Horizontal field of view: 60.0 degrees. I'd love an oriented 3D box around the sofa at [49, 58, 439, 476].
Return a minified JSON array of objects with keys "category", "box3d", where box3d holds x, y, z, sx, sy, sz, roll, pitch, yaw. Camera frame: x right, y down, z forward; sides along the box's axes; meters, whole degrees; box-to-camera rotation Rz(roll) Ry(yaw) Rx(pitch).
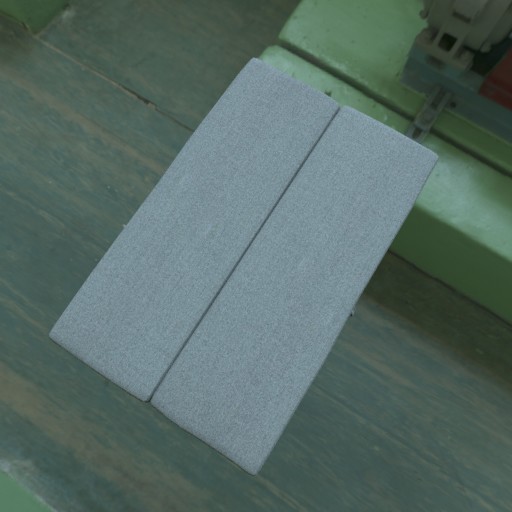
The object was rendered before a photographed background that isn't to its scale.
[{"category":"sofa","box3d":[0.000,0.000,1.663,0.817,0.434,1.250,31,78,8]}]
